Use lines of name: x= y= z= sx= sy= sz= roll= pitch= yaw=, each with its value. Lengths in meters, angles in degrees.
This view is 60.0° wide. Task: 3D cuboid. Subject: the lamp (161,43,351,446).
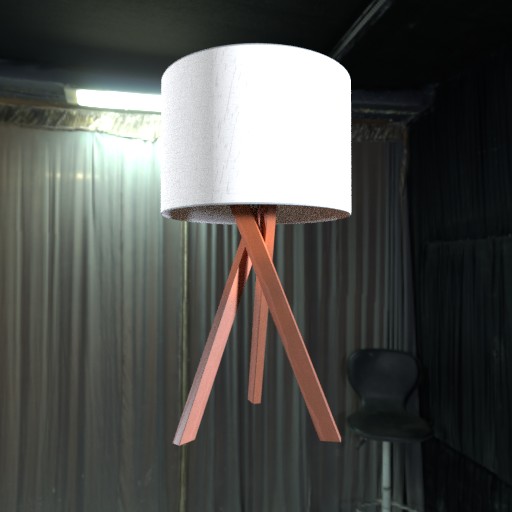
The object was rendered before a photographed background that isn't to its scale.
lamp: x=0.000 y=0.000 z=0.905 sx=0.380 sy=0.686 sz=0.380 roll=0 pitch=-1 yaw=-18
